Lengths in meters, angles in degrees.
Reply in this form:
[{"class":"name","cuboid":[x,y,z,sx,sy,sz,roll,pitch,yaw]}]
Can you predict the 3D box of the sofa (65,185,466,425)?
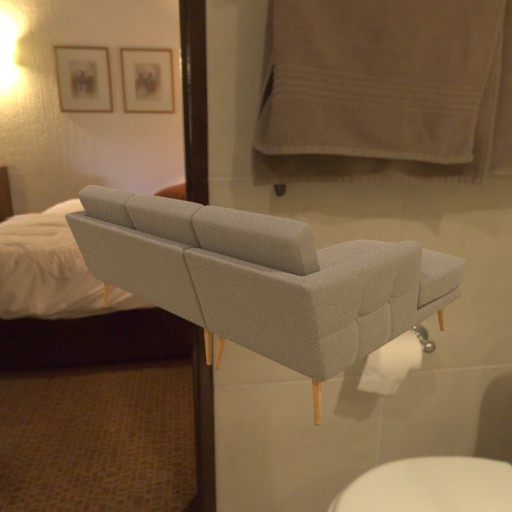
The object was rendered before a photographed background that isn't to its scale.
[{"class":"sofa","cuboid":[0.000,0.000,2.778,2.040,0.860,1.530,15,21,42]}]
